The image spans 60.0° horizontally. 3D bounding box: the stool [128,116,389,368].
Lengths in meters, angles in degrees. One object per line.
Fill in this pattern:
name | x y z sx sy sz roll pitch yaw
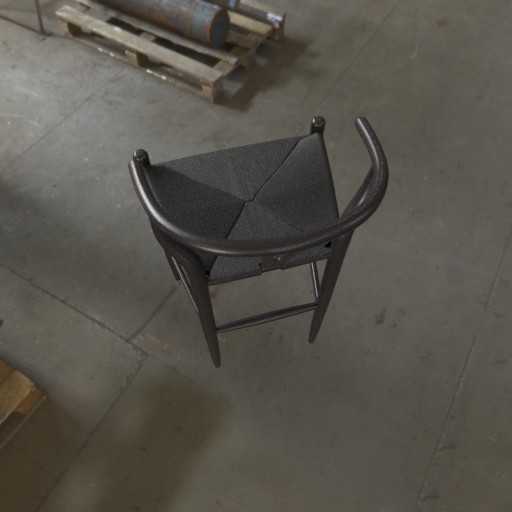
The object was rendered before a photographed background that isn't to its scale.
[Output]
stool | 0.000 0.000 1.329 0.569 0.970 0.579 -13 59 -8
